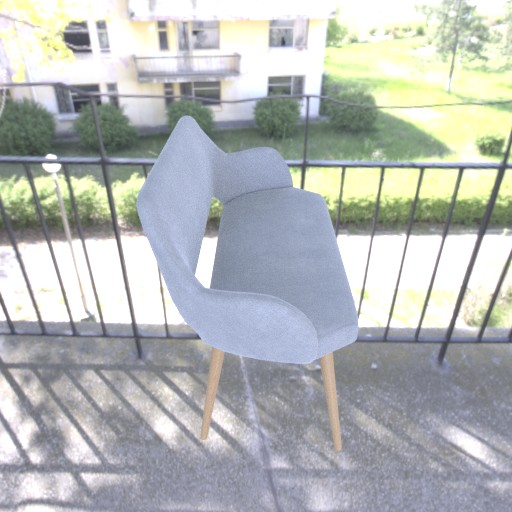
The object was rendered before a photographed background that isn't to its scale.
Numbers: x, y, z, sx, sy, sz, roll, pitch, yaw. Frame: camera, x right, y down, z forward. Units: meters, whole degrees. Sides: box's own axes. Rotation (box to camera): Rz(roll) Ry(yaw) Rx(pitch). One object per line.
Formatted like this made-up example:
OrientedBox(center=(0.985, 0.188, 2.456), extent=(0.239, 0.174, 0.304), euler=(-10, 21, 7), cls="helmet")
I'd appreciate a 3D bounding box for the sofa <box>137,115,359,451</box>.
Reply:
OrientedBox(center=(0.000, 0.000, 1.650), extent=(0.610, 0.840, 1.150), euler=(0, 32, 0), cls="sofa")
